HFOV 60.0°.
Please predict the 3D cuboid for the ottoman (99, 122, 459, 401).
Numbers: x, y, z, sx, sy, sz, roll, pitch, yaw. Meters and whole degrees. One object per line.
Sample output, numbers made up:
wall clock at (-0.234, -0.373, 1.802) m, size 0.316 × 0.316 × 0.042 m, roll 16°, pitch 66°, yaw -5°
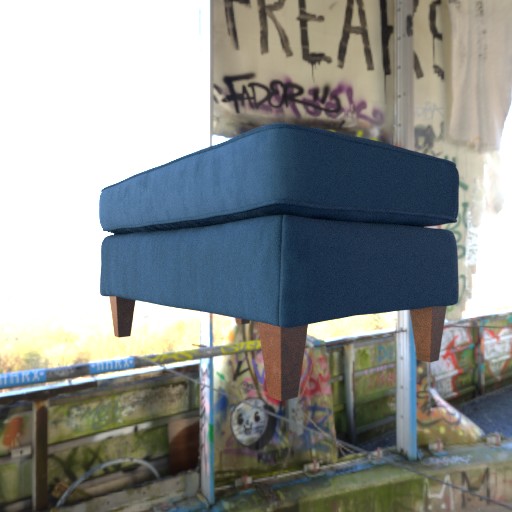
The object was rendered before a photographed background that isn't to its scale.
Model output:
ottoman at (0.000, 0.000, 1.181) m, size 0.583 × 0.484 × 0.862 m, roll 0°, pitch 0°, yaw -38°
